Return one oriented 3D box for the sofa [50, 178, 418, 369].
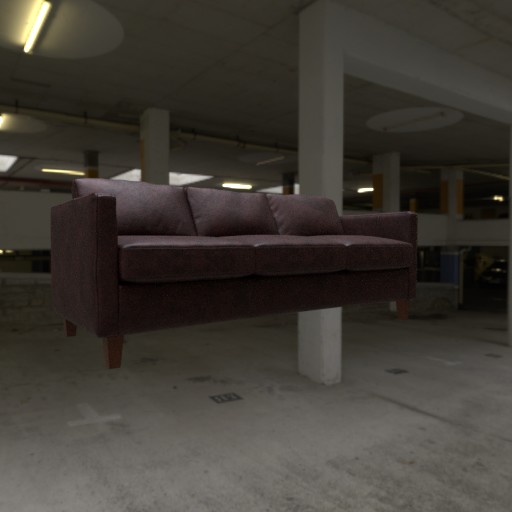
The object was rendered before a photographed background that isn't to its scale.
[{"bbox_3d":[0.000,0.000,3.084,2.464,1.006,1.045,-1,2,-35],"label":"sofa"}]
